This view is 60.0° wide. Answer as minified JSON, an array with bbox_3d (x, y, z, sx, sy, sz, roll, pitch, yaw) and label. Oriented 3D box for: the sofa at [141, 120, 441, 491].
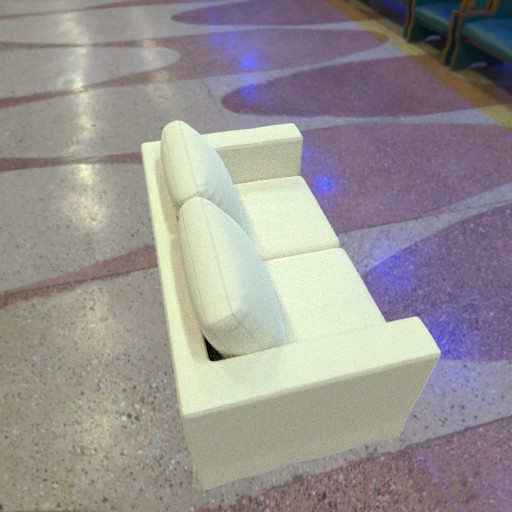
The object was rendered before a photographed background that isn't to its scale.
[{"bbox_3d":[0.000,0.000,2.325,1.009,0.932,1.813,-11,46,-10],"label":"sofa"}]
